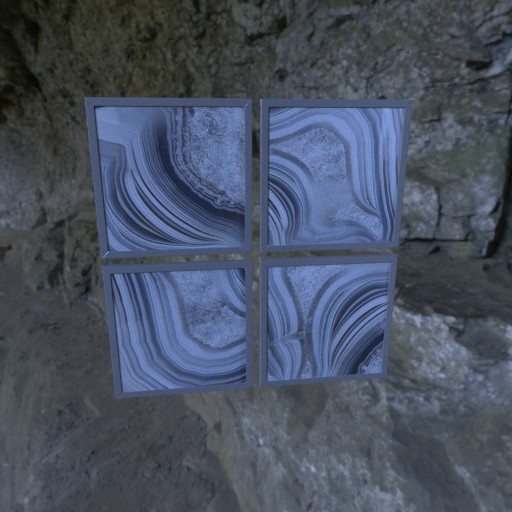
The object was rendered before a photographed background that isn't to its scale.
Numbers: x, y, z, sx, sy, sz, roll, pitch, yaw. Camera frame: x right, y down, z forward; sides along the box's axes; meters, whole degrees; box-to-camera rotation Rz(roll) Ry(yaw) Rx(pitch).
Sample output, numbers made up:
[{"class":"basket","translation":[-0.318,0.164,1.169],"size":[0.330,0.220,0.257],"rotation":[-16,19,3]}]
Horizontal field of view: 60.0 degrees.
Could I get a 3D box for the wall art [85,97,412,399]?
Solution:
[{"class":"wall art","translation":[0.000,0.000,1.672],"size":[1.118,1.118,0.029],"rotation":[-2,17,-8]}]
